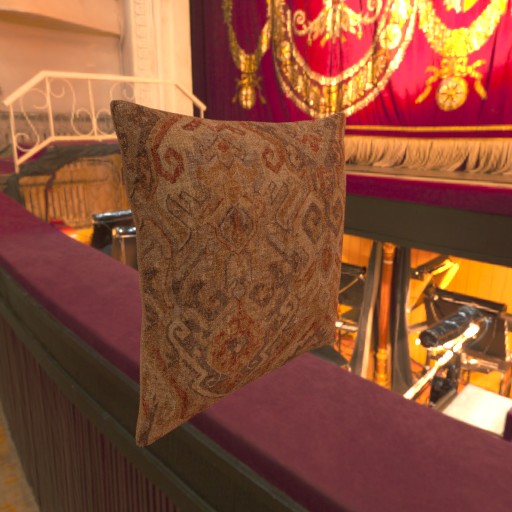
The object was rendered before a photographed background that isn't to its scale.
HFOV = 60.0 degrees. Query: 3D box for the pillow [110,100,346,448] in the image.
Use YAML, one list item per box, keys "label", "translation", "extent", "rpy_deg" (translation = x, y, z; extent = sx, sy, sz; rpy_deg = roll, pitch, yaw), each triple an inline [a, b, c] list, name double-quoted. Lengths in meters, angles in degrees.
- label: "pillow"
  translation: [0.000, 0.000, 0.791]
  extent: [0.166, 0.506, 0.523]
  rpy_deg: [15, 21, 43]
